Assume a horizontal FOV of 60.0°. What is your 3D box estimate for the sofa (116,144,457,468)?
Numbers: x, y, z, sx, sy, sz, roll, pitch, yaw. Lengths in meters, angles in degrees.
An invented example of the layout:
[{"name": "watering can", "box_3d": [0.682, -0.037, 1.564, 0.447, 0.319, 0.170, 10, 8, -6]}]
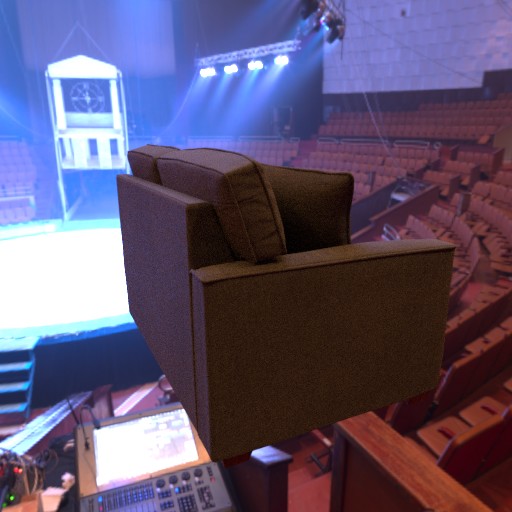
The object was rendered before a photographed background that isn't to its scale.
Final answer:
[{"name": "sofa", "box_3d": [0.000, 0.000, 2.031, 0.991, 0.989, 1.388, -7, 16, -25]}]
